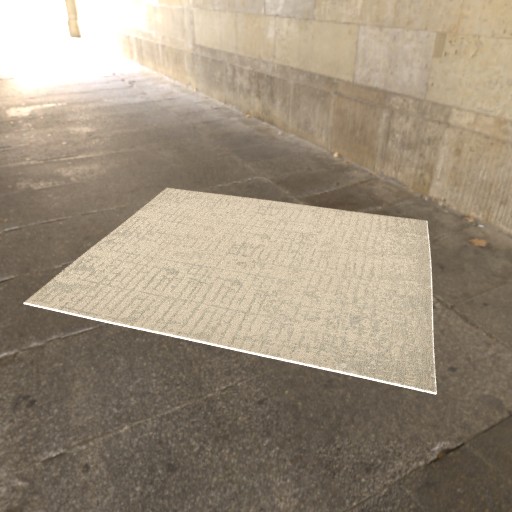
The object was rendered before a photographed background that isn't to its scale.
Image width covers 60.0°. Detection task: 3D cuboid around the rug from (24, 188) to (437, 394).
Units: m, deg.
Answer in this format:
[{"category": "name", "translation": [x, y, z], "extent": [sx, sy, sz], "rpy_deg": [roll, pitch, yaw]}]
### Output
[{"category": "rug", "translation": [0.000, 0.000, 4.068], "extent": [3.061, 0.014, 2.447], "rpy_deg": [9, 32, 15]}]
